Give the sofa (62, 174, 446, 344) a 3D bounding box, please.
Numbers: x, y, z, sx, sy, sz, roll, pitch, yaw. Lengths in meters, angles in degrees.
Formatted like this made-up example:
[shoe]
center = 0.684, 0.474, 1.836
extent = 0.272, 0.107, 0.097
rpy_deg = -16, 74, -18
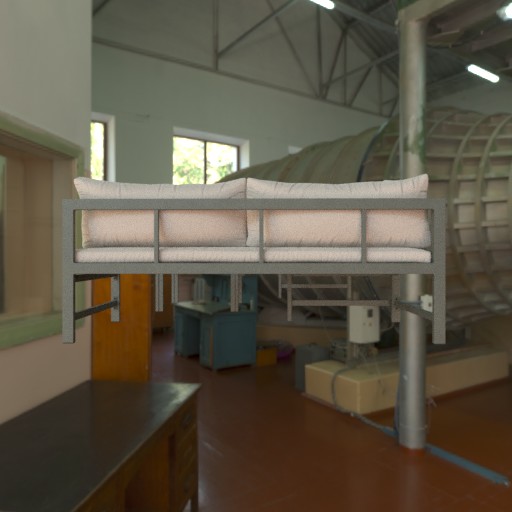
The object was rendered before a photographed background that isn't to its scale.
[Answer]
[sofa]
center = 0.000, 0.000, 2.961
extent = 1.658, 0.758, 2.096
rpy_deg = 0, 0, 1
